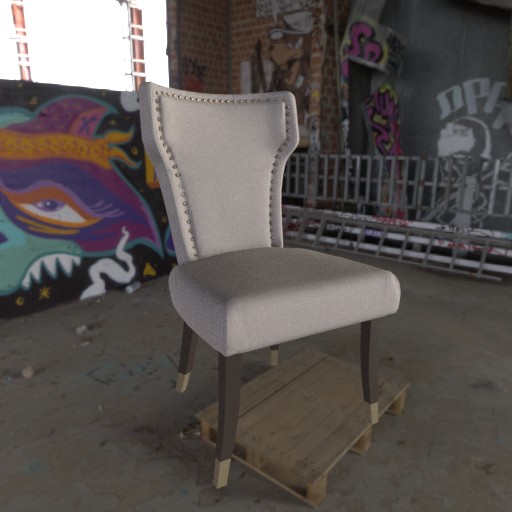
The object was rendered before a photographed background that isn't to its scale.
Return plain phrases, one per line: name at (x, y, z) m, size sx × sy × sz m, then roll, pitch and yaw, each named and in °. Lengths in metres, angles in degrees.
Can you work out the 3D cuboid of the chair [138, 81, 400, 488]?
chair at (0.000, 0.000, 1.269) m, size 0.526 × 0.950 × 0.630 m, roll -8°, pitch 16°, yaw -29°
